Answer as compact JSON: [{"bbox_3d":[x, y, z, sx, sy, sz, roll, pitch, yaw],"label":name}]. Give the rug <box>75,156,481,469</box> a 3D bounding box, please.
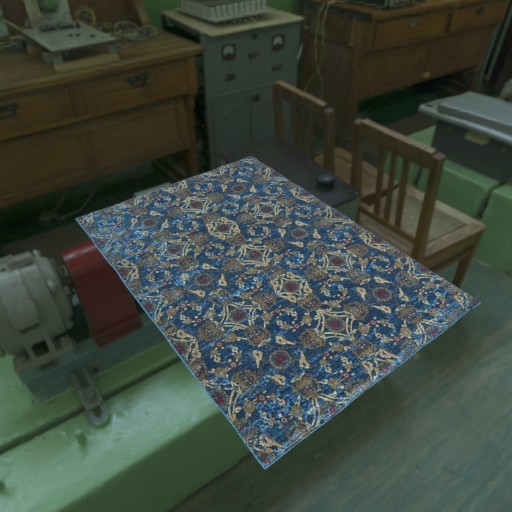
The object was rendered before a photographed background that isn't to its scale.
[{"bbox_3d":[0.000,0.000,4.244,2.337,0.013,3.291,-26,47,-27],"label":"rug"}]
